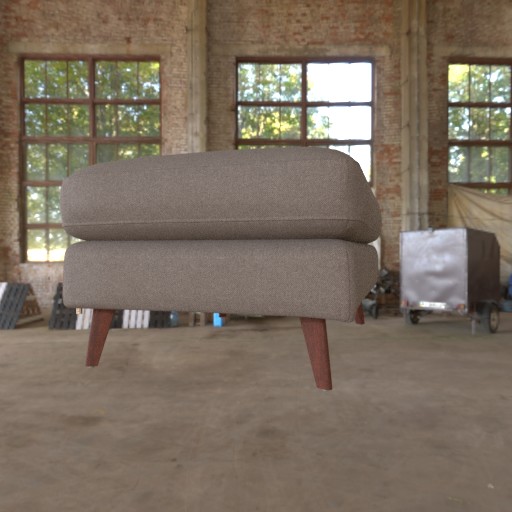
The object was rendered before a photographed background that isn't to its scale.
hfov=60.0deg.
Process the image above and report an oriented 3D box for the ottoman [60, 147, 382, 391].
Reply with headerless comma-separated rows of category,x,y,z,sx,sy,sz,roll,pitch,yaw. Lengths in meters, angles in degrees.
ottoman,0.000,0.000,1.158,0.608,0.449,0.811,0,1,18
